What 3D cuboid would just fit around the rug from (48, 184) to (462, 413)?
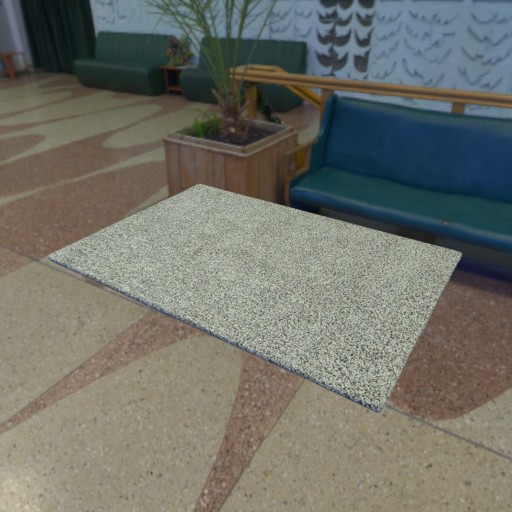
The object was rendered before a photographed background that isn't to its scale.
[{"bbox_3d":[0.000,0.000,2.296,1.778,0.030,1.219,19,35,28],"label":"rug"}]
